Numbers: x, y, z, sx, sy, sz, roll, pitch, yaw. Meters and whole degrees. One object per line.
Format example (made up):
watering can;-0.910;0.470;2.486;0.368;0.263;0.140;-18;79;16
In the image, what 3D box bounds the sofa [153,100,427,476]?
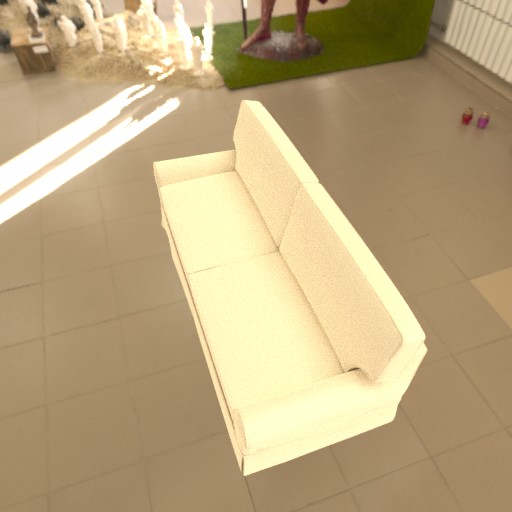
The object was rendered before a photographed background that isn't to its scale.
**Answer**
sofa;0.000;0.000;2.542;0.862;0.937;2.021;-15;49;-13
